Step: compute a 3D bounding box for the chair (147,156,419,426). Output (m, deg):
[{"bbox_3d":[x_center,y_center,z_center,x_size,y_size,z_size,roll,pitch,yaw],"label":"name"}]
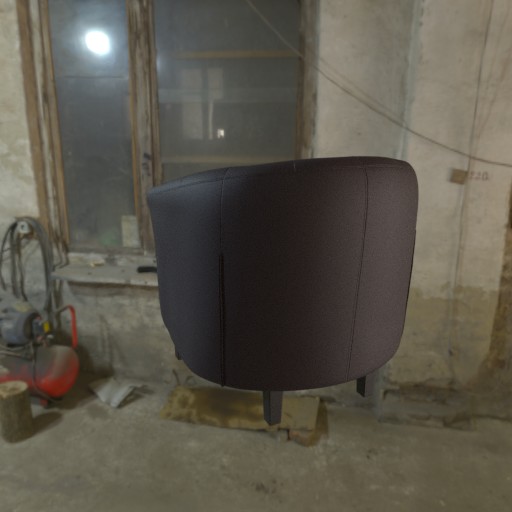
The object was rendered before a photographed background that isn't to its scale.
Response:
[{"bbox_3d":[0.000,0.000,1.657,0.763,0.760,1.191,-7,16,-25],"label":"chair"}]
